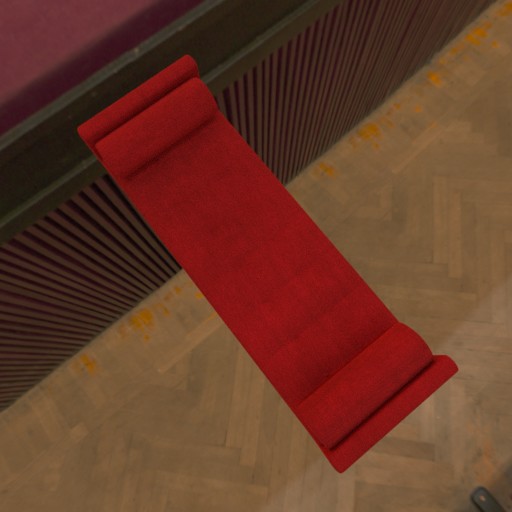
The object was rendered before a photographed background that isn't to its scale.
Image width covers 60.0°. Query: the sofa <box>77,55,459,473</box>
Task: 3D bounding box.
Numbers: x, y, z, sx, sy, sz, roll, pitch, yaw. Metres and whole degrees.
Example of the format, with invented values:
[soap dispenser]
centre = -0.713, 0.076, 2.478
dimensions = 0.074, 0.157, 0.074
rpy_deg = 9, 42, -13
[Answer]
[sofa]
centre = 0.000, 0.000, 2.316
dimensions = 0.686, 0.635, 1.981
rpy_deg = -38, 80, -8
